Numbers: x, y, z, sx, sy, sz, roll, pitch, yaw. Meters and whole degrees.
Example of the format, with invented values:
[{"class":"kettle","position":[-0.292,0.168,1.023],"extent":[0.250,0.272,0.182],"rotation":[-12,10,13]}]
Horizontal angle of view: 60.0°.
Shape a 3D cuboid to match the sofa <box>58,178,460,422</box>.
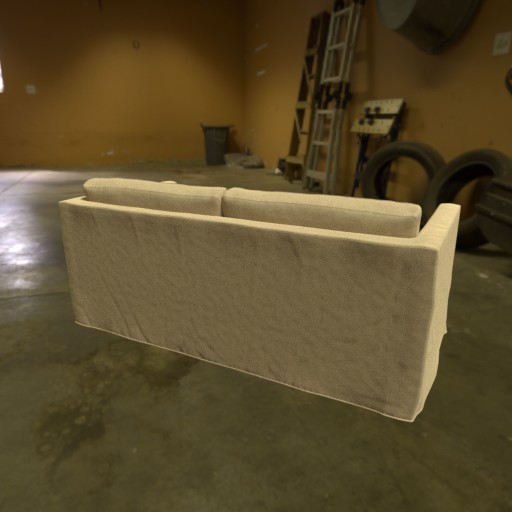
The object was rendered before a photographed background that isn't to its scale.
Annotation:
[{"class":"sofa","position":[0.000,0.000,2.421],"extent":[1.959,0.835,0.962],"rotation":[9,19,27]}]
